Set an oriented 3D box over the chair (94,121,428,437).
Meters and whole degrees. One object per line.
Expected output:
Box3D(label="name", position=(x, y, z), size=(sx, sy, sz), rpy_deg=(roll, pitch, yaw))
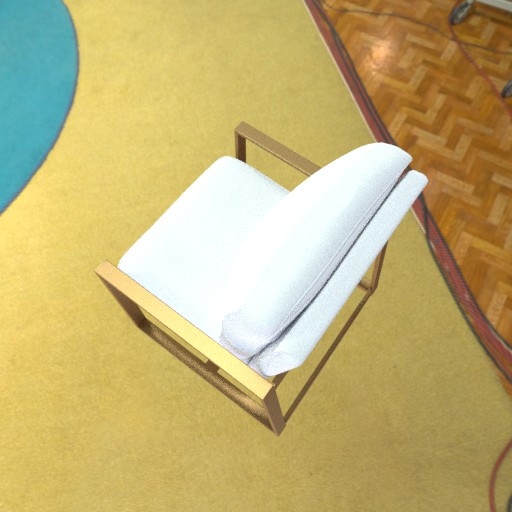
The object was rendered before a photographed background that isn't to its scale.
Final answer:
Box3D(label="chair", position=(0.000, 0.000, 1.589), size=(0.813, 0.966, 0.805), rpy_deg=(33, 68, 16))
